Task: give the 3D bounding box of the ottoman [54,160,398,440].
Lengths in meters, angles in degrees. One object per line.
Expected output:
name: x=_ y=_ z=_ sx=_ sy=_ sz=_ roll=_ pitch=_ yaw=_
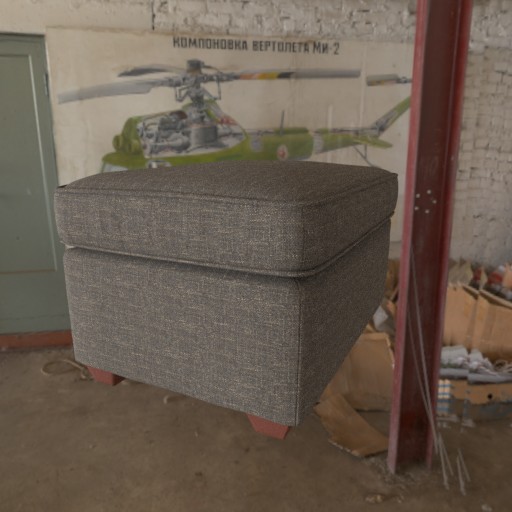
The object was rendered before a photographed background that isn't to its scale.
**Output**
ottoman: x=0.000 y=0.000 z=1.076 sx=0.549 sy=0.450 sz=0.749 roll=7 pitch=16 yaw=26
